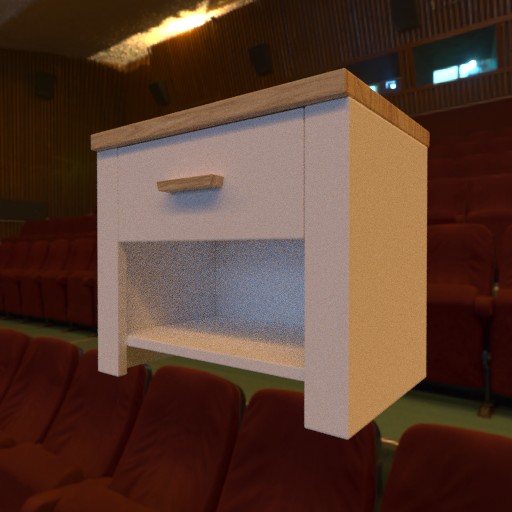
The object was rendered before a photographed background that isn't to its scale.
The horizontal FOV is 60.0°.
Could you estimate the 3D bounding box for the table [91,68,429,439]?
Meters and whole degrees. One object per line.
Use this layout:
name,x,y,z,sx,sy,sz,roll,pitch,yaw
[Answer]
table,0.000,0.000,0.793,0.500,0.440,0.360,1,1,36
